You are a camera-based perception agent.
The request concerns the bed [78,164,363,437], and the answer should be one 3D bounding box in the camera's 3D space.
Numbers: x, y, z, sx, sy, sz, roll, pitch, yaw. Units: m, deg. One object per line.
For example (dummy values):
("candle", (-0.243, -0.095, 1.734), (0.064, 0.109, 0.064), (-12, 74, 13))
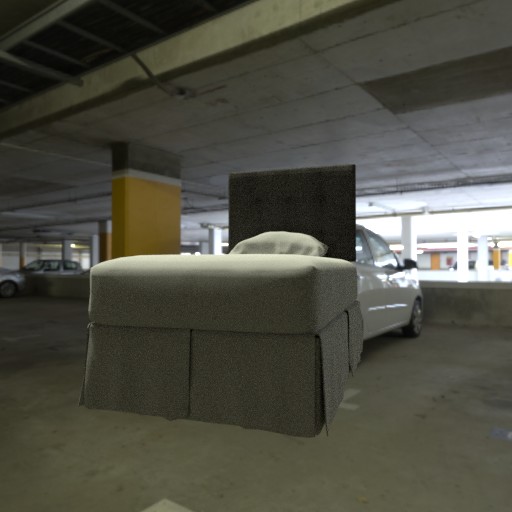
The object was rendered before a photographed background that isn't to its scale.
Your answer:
("bed", (0.000, 0.000, 2.961), (1.261, 1.571, 1.997), (0, -1, 18))
